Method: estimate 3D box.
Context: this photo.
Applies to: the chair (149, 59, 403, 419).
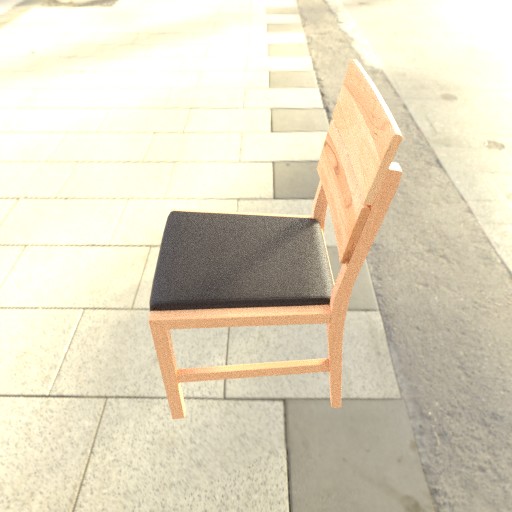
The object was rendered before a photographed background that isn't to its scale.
[{"bbox_3d":[0.000,0.000,1.276,0.560,0.950,0.475,-1,41,-1],"label":"chair"}]
